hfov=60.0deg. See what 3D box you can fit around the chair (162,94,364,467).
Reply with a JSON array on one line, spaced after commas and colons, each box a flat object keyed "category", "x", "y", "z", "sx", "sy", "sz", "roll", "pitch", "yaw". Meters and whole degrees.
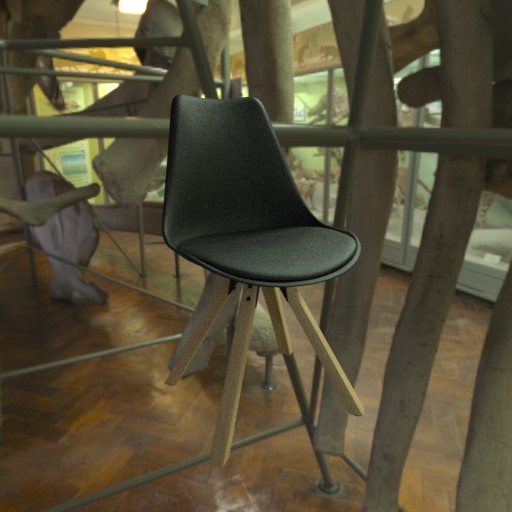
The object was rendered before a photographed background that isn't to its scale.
[{"category": "chair", "x": 0.000, "y": 0.000, "z": 1.205, "sx": 0.485, "sy": 0.850, "sz": 0.549, "roll": -8, "pitch": 18, "yaw": -26}]
